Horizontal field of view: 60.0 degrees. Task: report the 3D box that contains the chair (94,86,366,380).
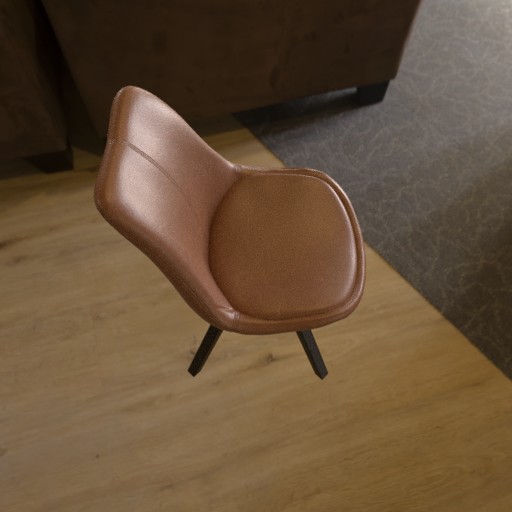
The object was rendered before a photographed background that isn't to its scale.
[{"bbox_3d":[0.000,0.000,1.154,0.550,0.850,0.475,0,60,0],"label":"chair"}]
